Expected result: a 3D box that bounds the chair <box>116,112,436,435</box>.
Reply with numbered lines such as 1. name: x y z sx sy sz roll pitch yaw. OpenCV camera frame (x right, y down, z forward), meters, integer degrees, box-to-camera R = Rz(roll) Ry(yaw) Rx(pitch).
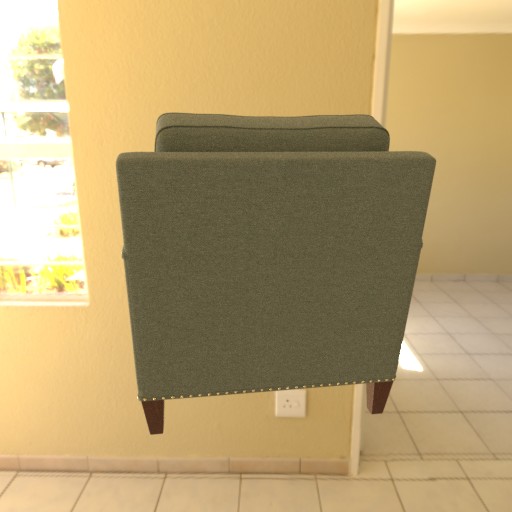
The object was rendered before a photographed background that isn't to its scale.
1. chair: 0.000 0.000 1.741 0.885 1.031 1.031 -2 14 -8
